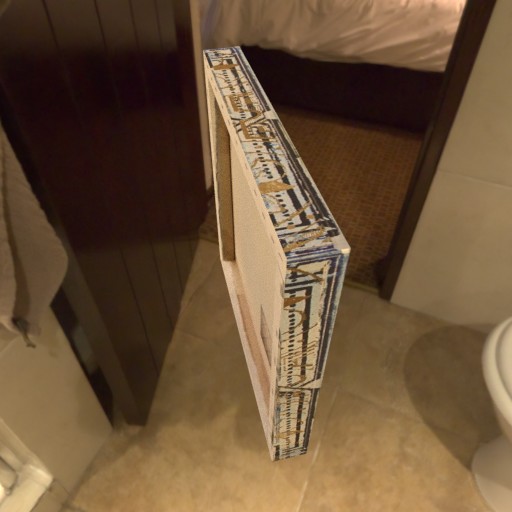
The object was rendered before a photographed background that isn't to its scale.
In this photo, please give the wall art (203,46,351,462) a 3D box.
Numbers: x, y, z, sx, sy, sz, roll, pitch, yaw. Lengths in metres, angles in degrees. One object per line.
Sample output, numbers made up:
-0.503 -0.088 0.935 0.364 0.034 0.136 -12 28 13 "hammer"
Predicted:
0.000 0.000 0.458 0.038 0.306 0.302 -10 47 -9 "wall art"
